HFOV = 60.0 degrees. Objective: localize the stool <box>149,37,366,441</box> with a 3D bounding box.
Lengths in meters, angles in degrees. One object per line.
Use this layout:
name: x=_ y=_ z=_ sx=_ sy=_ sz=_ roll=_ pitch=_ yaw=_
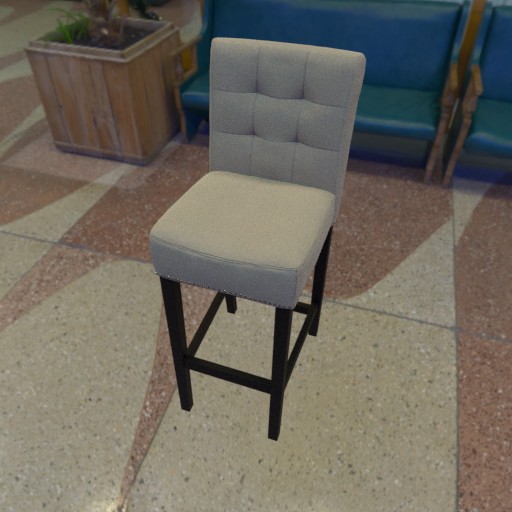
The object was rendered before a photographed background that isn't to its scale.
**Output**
stool: x=0.000 y=0.000 z=1.308 sx=0.411 sy=1.047 sz=0.548 roll=13 pitch=44 yaw=14
